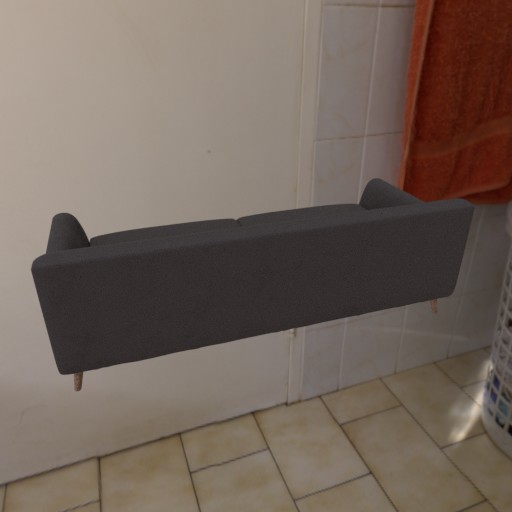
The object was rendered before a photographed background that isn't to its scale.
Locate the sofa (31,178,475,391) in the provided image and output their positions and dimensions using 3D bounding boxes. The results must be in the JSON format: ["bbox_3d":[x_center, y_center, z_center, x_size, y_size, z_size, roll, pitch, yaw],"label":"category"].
[{"bbox_3d":[0.000,0.000,2.590,2.190,0.740,0.900,-9,29,-16],"label":"sofa"}]
